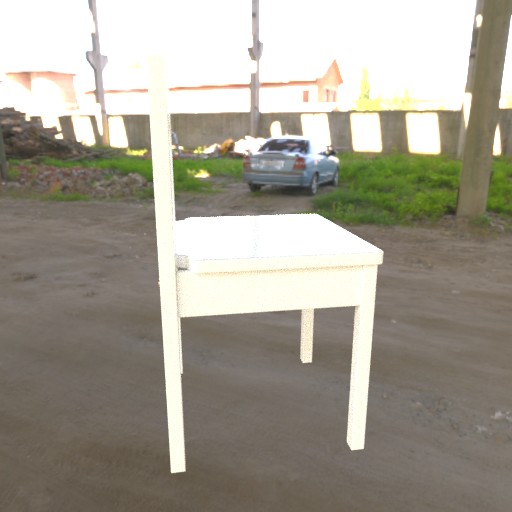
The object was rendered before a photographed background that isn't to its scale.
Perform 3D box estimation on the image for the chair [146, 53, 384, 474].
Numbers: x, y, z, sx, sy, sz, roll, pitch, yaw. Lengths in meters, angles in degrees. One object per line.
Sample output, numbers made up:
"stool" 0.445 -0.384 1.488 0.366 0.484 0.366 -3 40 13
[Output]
"chair" 0.000 0.000 0.871 0.361 0.668 0.367 -3 15 -10
